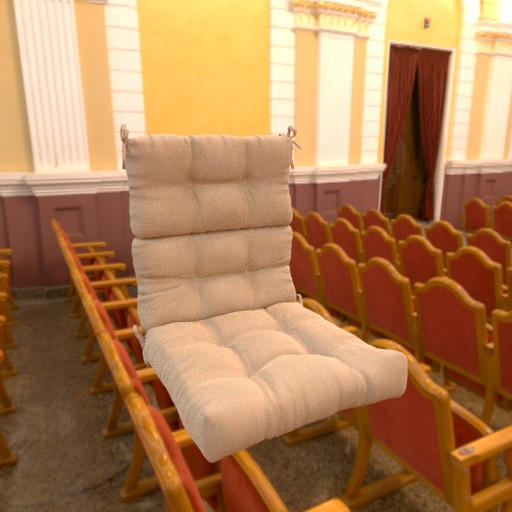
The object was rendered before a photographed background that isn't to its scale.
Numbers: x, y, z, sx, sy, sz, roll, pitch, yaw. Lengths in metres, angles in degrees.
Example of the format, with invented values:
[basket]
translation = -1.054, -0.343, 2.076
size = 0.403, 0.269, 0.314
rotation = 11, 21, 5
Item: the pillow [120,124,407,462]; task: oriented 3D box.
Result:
[pillow]
translation = 0.000, 0.000, 1.032
size = 0.519, 0.605, 0.571
rotation = -7, 16, -26
